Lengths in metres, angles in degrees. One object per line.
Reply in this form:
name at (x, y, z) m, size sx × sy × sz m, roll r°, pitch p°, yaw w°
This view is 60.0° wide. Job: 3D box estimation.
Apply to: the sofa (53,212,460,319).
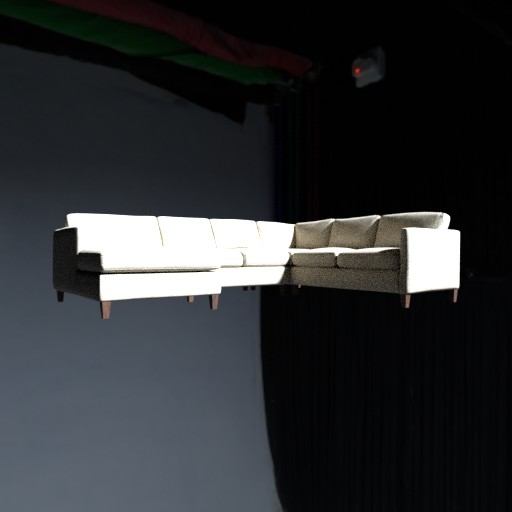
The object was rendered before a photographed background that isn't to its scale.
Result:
sofa at (0.000, 0.000, 4.625) m, size 3.460 × 0.959 × 2.593 m, roll 0°, pitch 0°, yaw -36°
